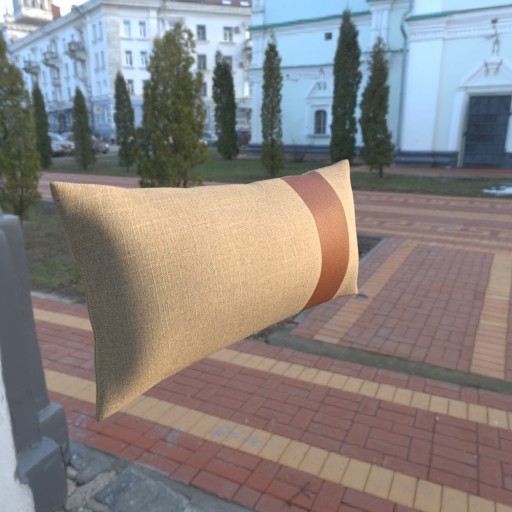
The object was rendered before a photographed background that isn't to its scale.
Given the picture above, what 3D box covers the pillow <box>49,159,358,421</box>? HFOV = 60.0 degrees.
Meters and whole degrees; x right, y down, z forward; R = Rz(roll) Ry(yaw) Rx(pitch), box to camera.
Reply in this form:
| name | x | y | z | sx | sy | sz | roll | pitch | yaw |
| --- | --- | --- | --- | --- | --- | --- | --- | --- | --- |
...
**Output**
| name | x | y | z | sx | sy | sz | roll | pitch | yaw |
| --- | --- | --- | --- | --- | --- | --- | --- | --- | --- |
| pillow | 0.000 | 0.000 | 0.723 | 0.155 | 0.282 | 0.612 | 14 | 21 | 41 |
